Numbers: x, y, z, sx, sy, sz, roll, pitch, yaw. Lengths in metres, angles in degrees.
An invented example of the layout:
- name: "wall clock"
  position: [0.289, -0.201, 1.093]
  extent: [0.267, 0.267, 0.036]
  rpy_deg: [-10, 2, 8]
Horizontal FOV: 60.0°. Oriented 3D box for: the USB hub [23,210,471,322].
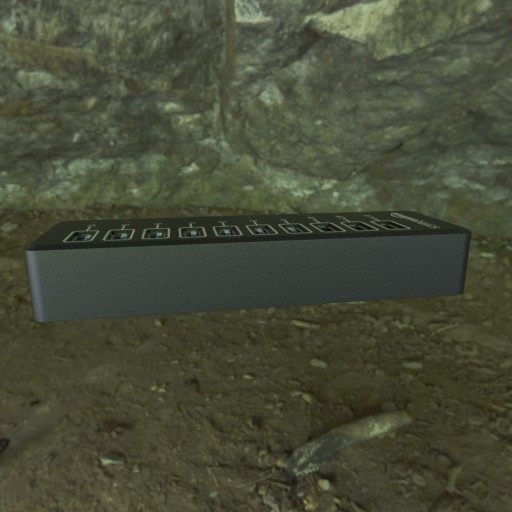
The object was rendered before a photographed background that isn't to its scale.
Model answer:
- name: "USB hub"
  position: [0.000, 0.000, 0.162]
  extent: [0.145, 0.023, 0.044]
  rpy_deg: [-3, 15, -10]
